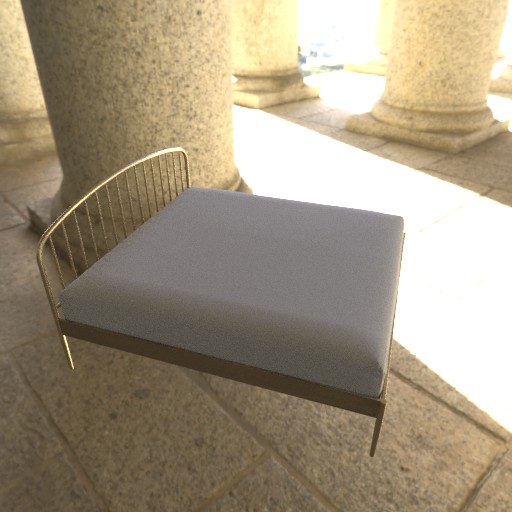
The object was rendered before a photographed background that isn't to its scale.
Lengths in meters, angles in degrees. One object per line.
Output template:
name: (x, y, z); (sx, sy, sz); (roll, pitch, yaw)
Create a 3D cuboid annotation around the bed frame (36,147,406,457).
bed frame: (0.000, 0.000, 3.385); (2.152, 1.174, 2.016); (10, 33, 16)
